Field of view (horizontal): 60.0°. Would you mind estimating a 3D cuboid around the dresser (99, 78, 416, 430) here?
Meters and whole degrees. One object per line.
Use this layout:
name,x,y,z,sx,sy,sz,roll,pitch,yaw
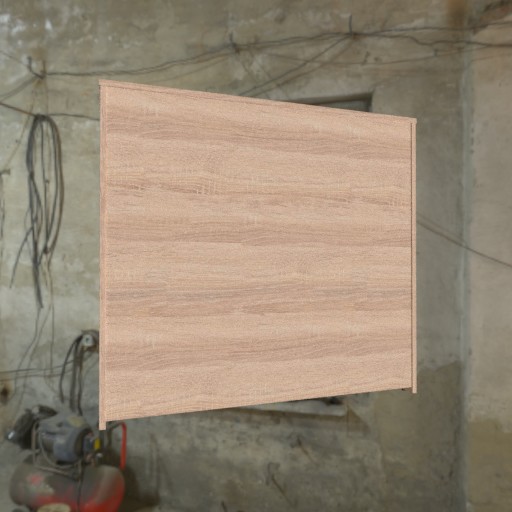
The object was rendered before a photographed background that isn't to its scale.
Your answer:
dresser,0.000,0.000,1.466,0.980,0.900,0.380,0,-1,-19
